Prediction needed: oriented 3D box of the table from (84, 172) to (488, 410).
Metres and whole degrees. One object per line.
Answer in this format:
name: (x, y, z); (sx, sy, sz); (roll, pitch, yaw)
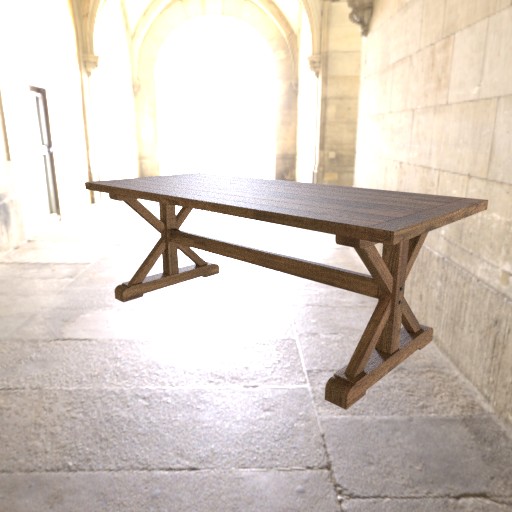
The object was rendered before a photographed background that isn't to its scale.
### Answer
table: (0.000, 0.000, 2.454); (2.031, 0.733, 0.907); (14, 21, 41)
